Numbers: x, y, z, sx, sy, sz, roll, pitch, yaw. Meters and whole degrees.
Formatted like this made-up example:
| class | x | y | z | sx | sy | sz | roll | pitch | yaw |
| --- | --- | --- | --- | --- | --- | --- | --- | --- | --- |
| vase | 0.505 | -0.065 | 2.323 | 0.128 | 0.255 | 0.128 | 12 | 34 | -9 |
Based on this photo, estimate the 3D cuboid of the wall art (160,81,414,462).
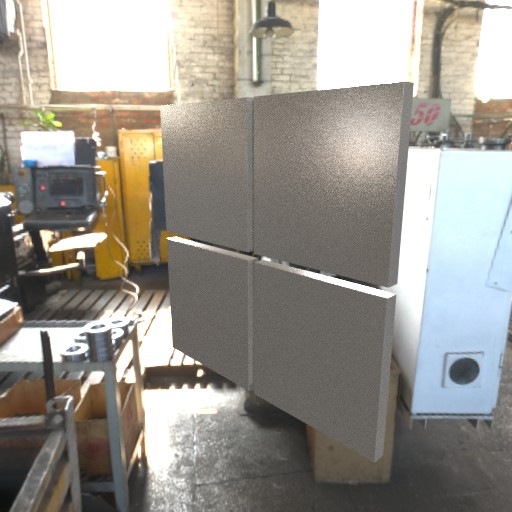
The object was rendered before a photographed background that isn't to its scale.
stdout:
| class | x | y | z | sx | sy | sz | roll | pitch | yaw |
| --- | --- | --- | --- | --- | --- | --- | --- | --- | --- |
| wall art | 0.000 | 0.000 | 0.903 | 0.029 | 0.611 | 0.611 | -14 | 20 | -42 |
